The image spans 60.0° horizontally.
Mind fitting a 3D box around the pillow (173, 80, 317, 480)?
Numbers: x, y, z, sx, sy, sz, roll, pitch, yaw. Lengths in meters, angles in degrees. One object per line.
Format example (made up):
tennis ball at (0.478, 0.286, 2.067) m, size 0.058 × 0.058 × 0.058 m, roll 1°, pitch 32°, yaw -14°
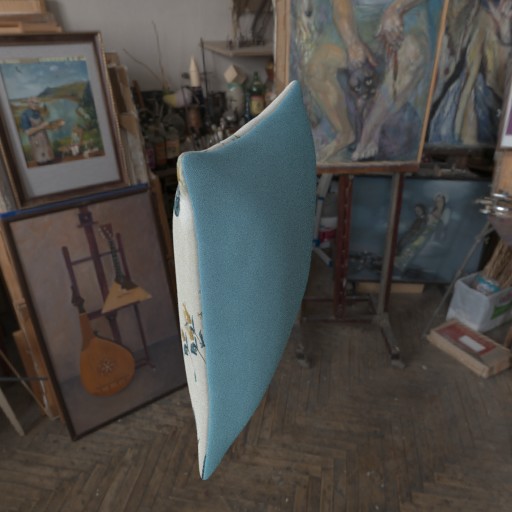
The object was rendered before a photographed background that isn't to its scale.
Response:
pillow at (0.000, 0.000, 0.768) m, size 0.166 × 0.507 × 0.526 m, roll 8°, pitch 31°, yaw 15°
